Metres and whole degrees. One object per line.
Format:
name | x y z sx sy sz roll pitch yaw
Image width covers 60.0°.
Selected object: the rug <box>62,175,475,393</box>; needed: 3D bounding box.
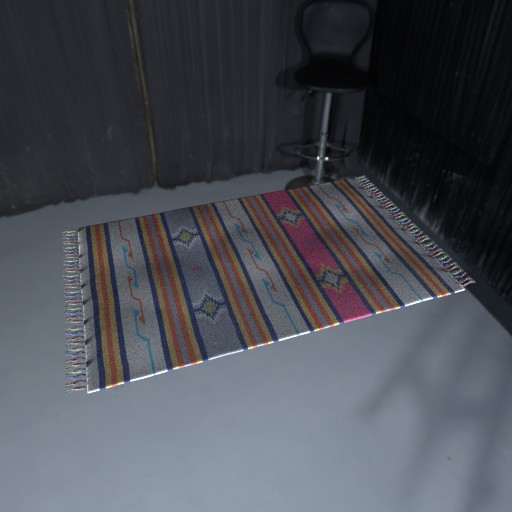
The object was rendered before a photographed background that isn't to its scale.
rug | 0.000 0.000 2.240 1.849 0.013 1.084 -12 42 -14
